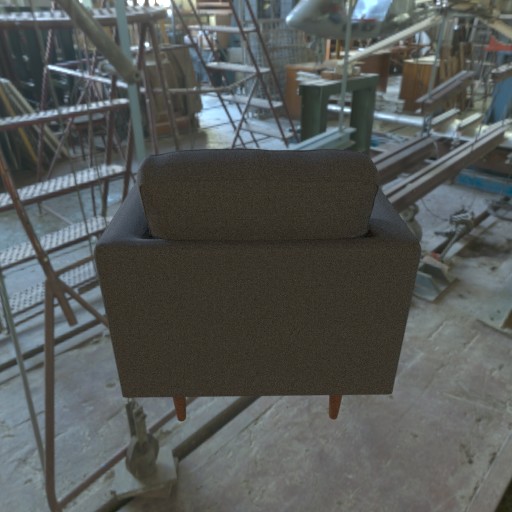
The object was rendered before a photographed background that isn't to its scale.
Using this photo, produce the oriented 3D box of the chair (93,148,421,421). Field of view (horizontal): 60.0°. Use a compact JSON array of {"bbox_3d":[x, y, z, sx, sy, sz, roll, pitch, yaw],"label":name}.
[{"bbox_3d":[0.000,0.000,1.573,0.854,0.927,0.800,0,30,-1],"label":"chair"}]
